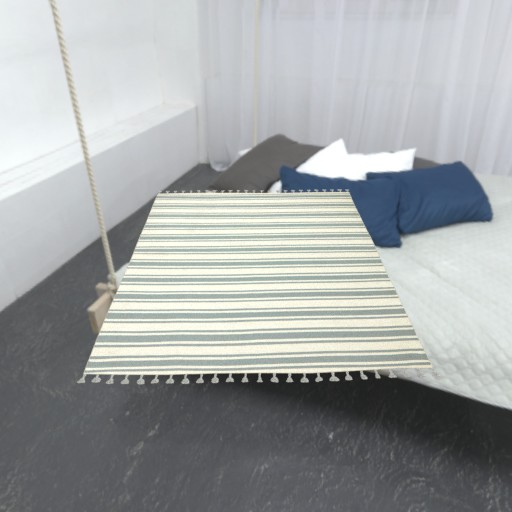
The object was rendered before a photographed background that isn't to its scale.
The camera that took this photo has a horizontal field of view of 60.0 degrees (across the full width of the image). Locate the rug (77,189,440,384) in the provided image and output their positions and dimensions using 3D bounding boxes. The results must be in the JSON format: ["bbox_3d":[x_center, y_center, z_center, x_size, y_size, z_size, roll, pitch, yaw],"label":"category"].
[{"bbox_3d":[0.000,0.000,4.302,2.439,0.005,3.201,-1,32,-1],"label":"rug"}]
